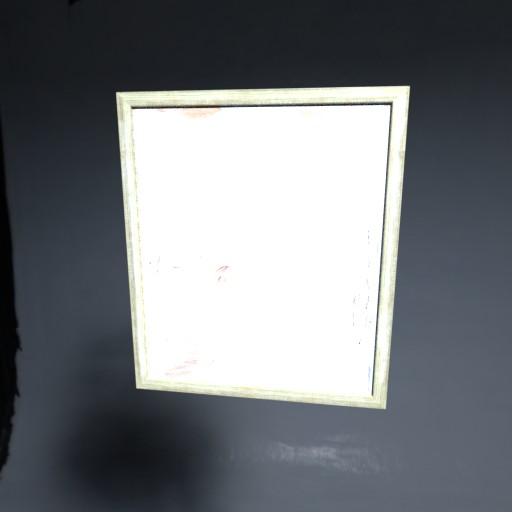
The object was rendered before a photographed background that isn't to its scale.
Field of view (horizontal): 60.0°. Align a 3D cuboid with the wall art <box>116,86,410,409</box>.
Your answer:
[{"bbox_3d":[0.000,0.000,0.789,0.483,0.559,0.009,2,13,9],"label":"wall art"}]
